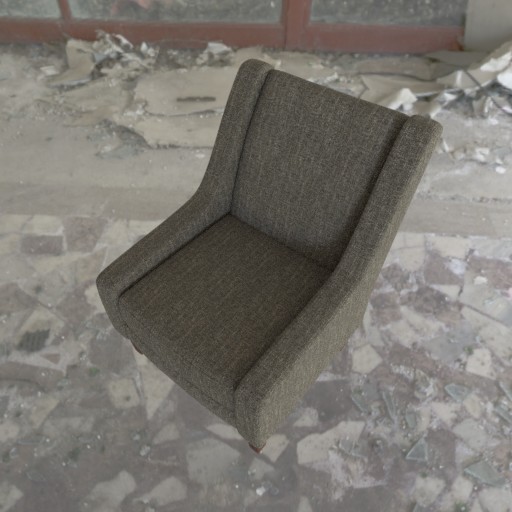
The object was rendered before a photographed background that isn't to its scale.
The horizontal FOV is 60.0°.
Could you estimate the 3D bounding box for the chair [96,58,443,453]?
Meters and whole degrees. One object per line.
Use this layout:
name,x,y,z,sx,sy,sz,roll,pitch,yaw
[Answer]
chair,0.000,0.000,1.671,0.793,1.012,0.944,31,54,26
